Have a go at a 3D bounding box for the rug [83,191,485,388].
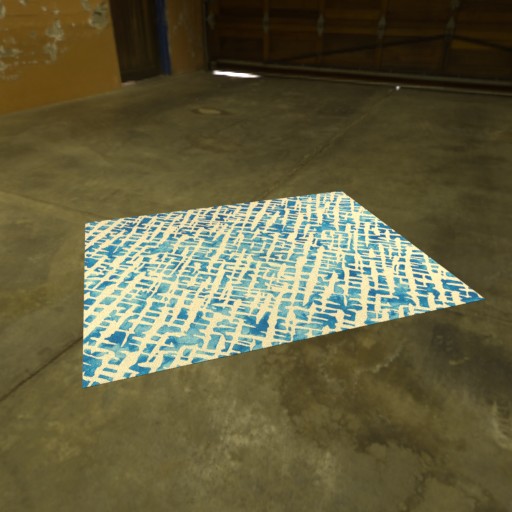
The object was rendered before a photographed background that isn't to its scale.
[{"bbox_3d":[0.000,0.000,4.078,3.007,0.007,2.435,-9,31,-15],"label":"rug"}]
